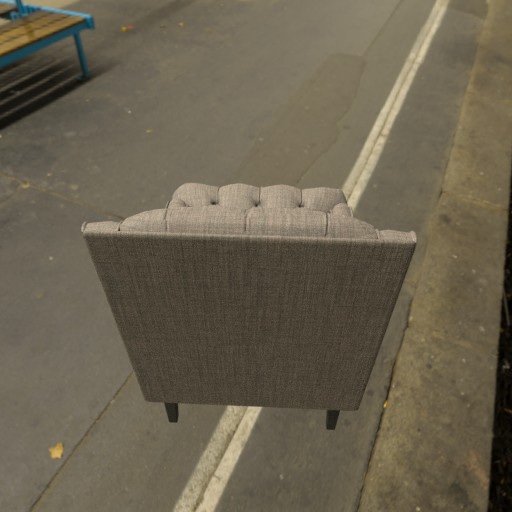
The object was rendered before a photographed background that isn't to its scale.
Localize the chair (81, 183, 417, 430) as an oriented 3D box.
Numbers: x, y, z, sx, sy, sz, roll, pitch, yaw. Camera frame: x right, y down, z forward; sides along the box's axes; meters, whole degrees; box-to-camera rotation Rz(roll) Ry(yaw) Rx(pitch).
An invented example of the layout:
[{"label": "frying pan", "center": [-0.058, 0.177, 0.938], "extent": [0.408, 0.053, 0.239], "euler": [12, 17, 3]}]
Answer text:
[{"label": "chair", "center": [0.000, 0.000, 1.395], "extent": [0.655, 0.891, 0.771], "euler": [2, 45, 2]}]
